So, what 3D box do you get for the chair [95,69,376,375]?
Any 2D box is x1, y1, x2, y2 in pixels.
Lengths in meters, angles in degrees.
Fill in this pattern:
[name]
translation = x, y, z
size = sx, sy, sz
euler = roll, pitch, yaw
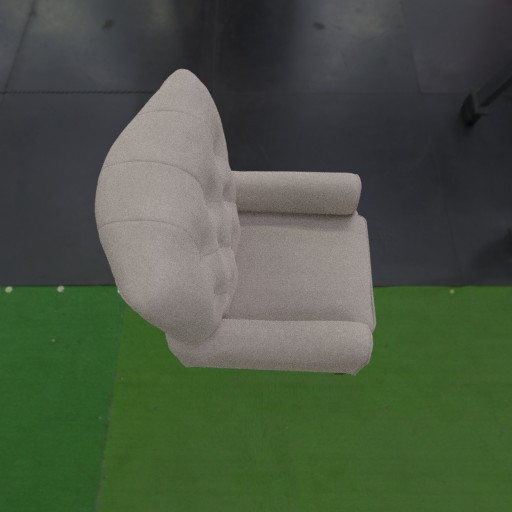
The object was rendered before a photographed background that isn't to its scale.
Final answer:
[chair]
translation = 0.000, 0.000, 1.887
size = 1.025, 1.209, 0.942
euler = 3, 64, 1
